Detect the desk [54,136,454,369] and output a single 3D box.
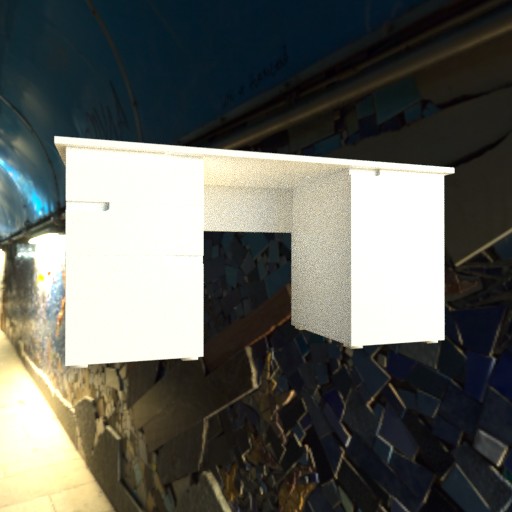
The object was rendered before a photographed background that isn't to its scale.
[{"bbox_3d":[0.000,0.000,1.981,1.580,0.760,0.670,0,0,-18],"label":"desk"}]
